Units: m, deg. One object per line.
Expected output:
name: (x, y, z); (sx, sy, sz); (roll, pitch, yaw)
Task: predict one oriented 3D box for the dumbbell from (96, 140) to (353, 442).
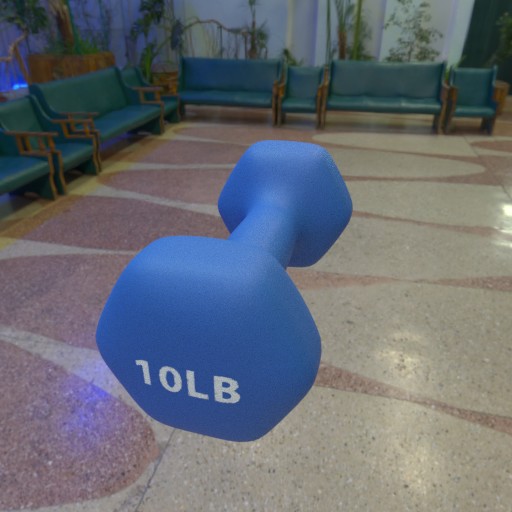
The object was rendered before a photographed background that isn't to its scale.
dumbbell: (0.000, 0.000, 0.267); (0.103, 0.093, 0.212); (8, 30, 14)
